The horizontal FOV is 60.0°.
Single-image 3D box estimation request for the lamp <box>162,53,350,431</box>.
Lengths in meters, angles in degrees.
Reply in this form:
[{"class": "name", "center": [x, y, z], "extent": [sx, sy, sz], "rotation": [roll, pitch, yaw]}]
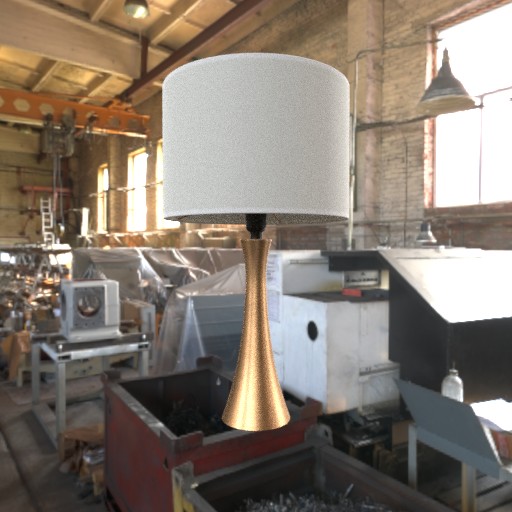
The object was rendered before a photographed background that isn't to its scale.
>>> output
[{"class": "lamp", "center": [0.000, 0.000, 0.654], "extent": [0.268, 0.479, 0.268], "rotation": [0, 1, 19]}]
